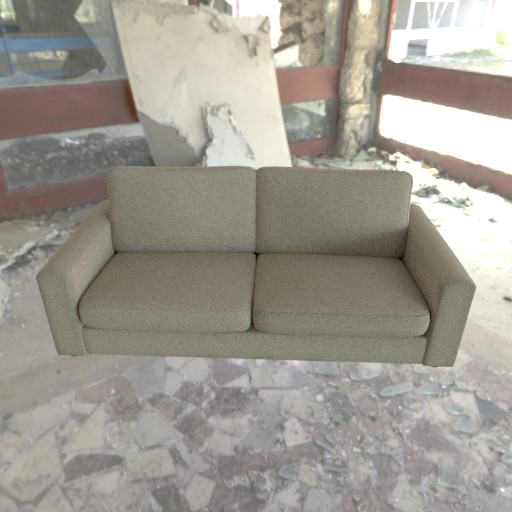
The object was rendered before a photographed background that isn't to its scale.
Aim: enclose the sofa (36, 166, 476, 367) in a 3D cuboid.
[{"bbox_3d":[0.000,0.000,2.631,2.179,0.873,1.016,1,29,2],"label":"sofa"}]
